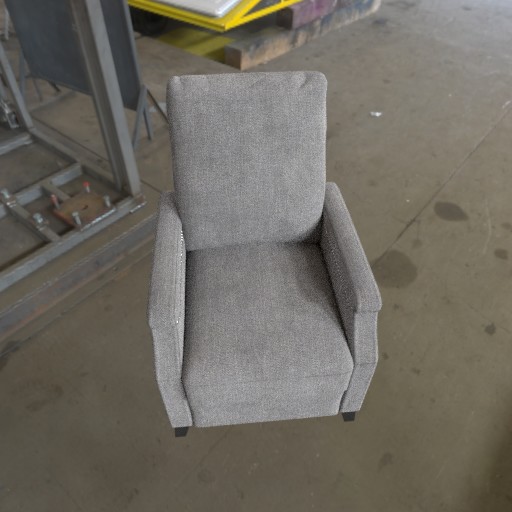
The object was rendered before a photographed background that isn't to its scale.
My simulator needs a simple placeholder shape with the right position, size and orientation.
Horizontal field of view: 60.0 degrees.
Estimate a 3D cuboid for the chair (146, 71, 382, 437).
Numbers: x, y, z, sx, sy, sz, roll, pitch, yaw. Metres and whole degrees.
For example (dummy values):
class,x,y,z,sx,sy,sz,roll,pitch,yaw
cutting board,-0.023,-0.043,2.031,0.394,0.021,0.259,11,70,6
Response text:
class,x,y,z,sx,sy,sz,roll,pitch,yaw
chair,0.000,0.000,1.611,0.710,1.049,0.922,-4,46,-4
